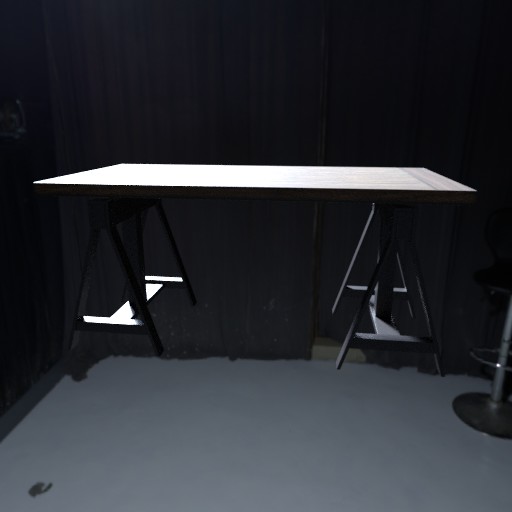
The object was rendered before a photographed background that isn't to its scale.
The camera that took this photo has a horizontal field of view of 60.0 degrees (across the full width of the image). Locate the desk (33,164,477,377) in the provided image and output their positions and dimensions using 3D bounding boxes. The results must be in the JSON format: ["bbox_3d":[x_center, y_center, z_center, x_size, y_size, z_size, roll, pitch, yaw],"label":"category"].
[{"bbox_3d":[0.000,0.000,1.982,1.543,0.725,0.784,2,17,7],"label":"desk"}]
